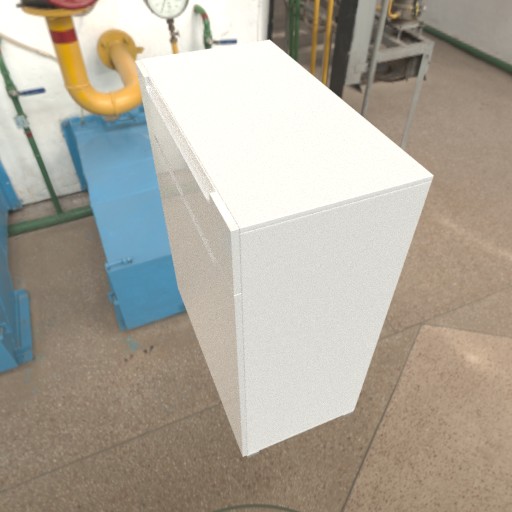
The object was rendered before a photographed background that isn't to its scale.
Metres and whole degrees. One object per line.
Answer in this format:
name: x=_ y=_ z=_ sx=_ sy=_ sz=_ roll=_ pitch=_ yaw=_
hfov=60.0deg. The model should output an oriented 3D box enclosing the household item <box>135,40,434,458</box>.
household item: x=0.000 y=0.000 z=1.419 sx=0.420 sy=1.010 sz=0.790 roll=-16 pitch=47 yaw=-16
